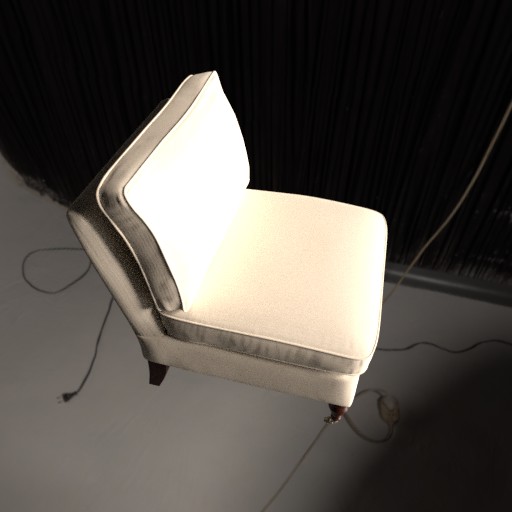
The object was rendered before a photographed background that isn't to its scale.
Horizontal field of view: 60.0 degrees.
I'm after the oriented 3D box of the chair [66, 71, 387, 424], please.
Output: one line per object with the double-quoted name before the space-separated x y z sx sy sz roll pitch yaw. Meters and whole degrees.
"chair" 0.000 0.000 1.391 0.781 0.887 0.630 11 47 10
